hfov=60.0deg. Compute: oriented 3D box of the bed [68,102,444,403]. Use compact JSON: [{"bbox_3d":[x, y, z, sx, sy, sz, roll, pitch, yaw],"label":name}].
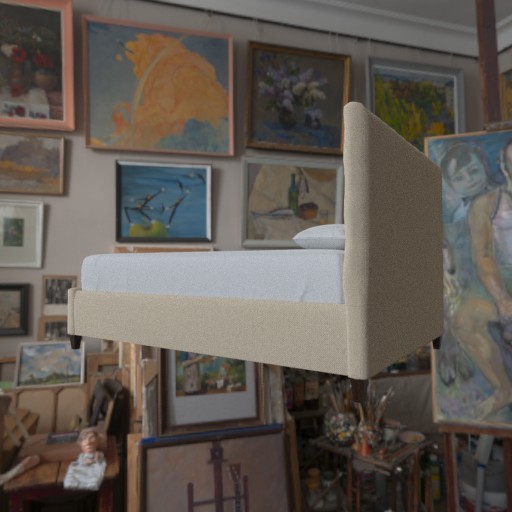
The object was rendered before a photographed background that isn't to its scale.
[{"bbox_3d":[0.000,0.000,3.420,2.387,1.427,1.698,-1,-1,35],"label":"bed"}]
